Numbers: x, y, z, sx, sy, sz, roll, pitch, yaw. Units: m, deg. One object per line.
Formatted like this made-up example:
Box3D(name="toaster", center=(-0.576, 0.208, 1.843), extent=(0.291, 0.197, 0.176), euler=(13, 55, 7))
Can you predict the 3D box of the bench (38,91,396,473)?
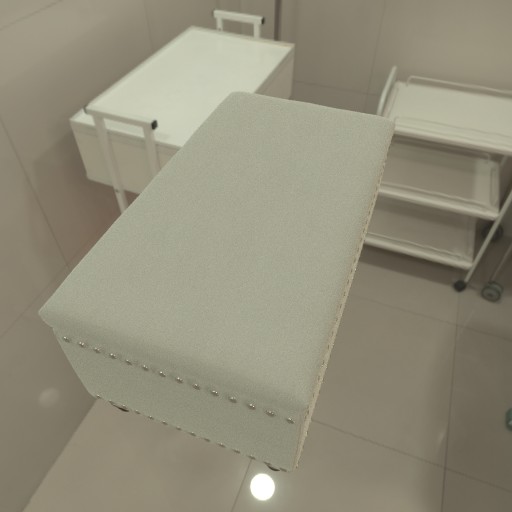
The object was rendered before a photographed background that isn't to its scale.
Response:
Box3D(name="bench", center=(0.000, 0.000, 1.148), extent=(0.500, 0.449, 0.887), euler=(15, 48, 14))
